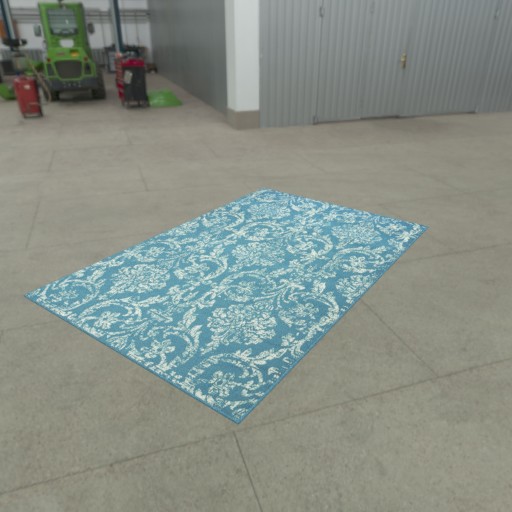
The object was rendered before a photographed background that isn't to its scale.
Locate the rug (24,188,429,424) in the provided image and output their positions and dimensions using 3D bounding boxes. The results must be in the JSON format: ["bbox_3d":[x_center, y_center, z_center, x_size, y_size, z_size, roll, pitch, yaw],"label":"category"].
[{"bbox_3d":[0.000,0.000,3.448,1.816,0.018,2.746,19,33,32],"label":"rug"}]
